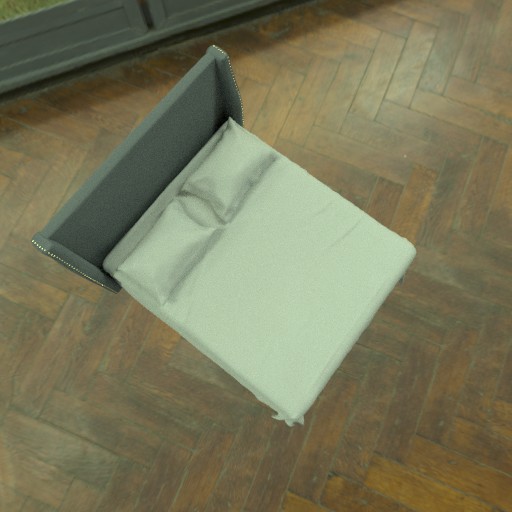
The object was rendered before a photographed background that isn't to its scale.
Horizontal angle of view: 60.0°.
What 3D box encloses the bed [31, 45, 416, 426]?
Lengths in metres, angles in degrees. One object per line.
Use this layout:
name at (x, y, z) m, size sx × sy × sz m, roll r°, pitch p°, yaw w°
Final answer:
bed at (0.000, 0.000, 3.509) m, size 2.276 × 1.332 × 1.925 m, roll 37°, pitch 79°, yaw 9°
